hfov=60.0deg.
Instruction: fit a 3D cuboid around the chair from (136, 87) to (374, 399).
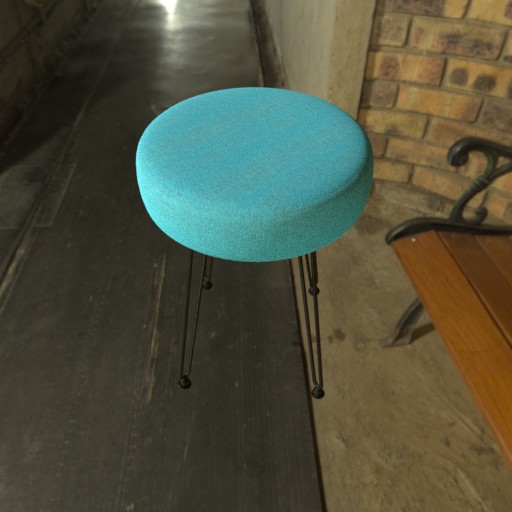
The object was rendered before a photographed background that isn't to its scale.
[{"bbox_3d":[0.000,0.000,0.703,0.350,0.440,0.350,-32,53,-27],"label":"chair"}]
